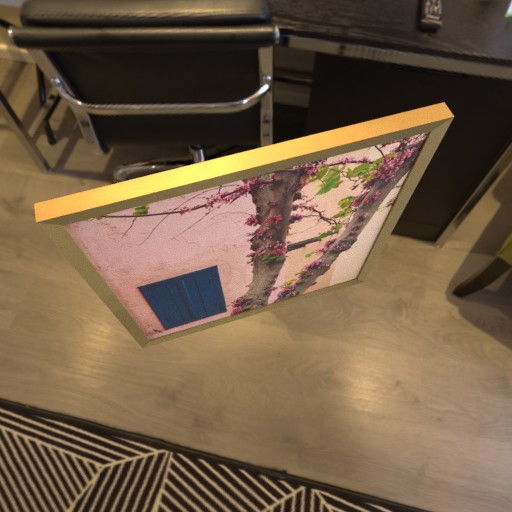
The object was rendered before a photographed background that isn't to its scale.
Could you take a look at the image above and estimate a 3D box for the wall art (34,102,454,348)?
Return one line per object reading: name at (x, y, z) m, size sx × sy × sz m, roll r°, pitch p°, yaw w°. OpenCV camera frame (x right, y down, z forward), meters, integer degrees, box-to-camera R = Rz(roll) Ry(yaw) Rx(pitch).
wall art at (0.000, 0.000, 1.120) m, size 0.762 × 0.762 × 0.038 m, roll -16°, pitch 64°, yaw -8°
